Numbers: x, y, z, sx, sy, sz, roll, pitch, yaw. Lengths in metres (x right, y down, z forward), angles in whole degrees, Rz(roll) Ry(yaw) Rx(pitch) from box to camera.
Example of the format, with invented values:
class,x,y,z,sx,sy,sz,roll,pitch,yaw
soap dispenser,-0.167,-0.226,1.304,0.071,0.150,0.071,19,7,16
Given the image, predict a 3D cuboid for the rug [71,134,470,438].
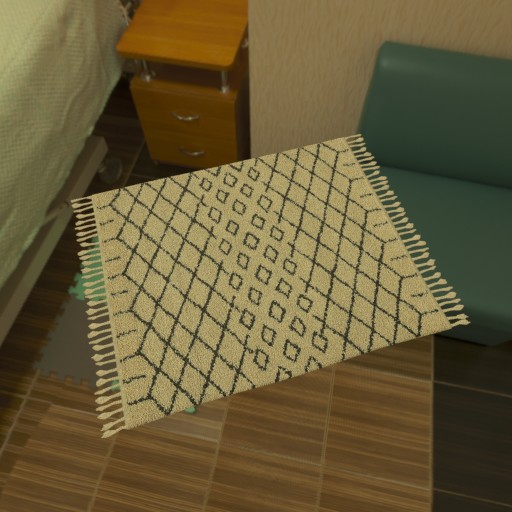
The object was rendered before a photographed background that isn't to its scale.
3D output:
class,x,y,z,sx,sy,sz,roll,pitch,yaw
rug,0.000,0.000,4.176,3.213,0.030,2.388,-15,60,-9
